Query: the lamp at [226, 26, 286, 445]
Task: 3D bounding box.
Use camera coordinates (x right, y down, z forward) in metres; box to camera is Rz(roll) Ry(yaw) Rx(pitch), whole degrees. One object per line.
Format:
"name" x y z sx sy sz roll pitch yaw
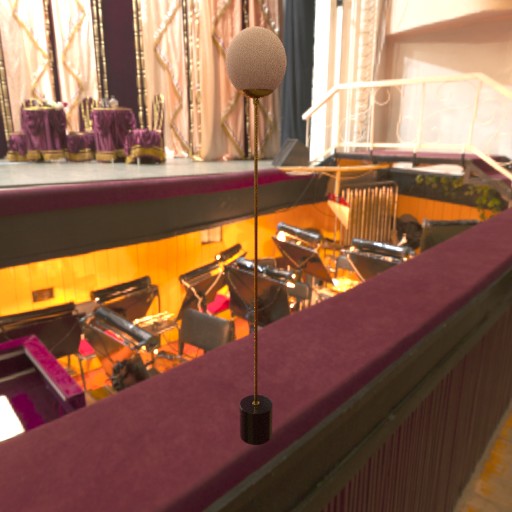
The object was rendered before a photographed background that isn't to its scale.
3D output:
"lamp" 0.000 0.000 1.864 0.229 1.748 0.229 -14 21 -42
